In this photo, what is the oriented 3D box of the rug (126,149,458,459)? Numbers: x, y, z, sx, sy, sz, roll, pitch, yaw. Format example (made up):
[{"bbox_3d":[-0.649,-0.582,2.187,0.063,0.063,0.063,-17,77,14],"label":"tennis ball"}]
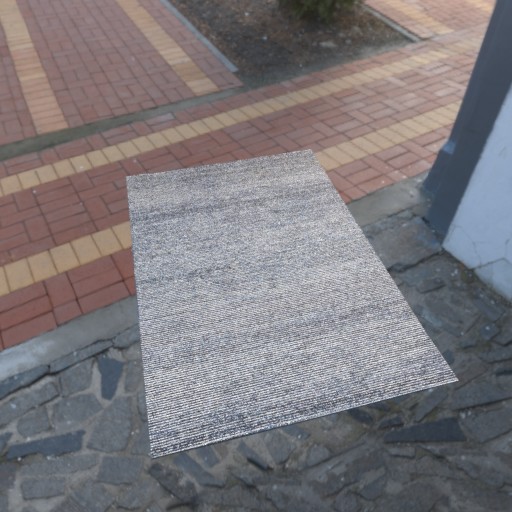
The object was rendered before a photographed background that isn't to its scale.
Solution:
[{"bbox_3d":[0.000,0.000,3.007,1.624,0.030,2.349,-10,46,-10],"label":"rug"}]
